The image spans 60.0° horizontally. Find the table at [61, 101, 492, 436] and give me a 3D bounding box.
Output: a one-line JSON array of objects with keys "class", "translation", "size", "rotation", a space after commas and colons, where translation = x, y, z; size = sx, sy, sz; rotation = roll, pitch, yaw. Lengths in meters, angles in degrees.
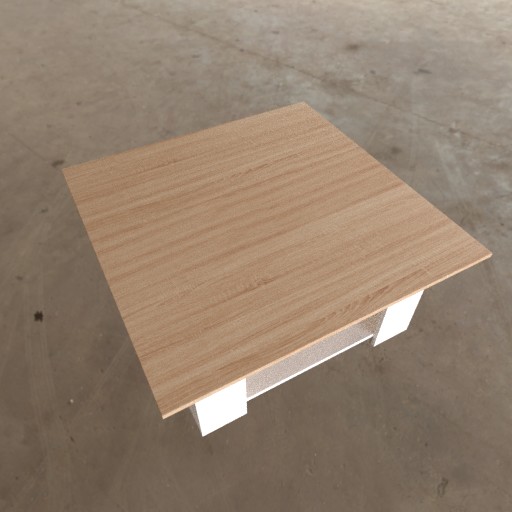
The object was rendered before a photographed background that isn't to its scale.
[{"class": "table", "translation": [0.000, 0.000, 1.053], "size": [0.670, 0.305, 0.670], "rotation": [-22, 51, -19]}]
